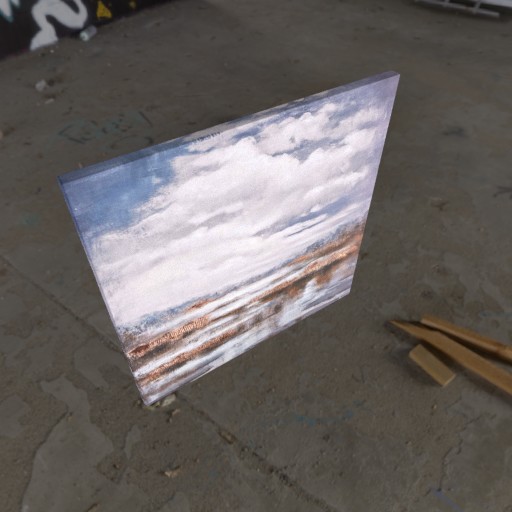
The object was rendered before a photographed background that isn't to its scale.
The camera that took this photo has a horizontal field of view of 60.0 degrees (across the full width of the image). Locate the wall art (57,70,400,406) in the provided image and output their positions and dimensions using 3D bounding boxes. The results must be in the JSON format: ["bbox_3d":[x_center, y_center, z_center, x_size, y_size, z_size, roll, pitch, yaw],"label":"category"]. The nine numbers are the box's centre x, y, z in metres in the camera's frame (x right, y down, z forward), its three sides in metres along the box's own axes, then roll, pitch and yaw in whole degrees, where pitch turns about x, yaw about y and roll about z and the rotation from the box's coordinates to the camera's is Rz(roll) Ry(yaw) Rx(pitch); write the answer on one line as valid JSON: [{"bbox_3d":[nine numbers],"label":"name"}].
[{"bbox_3d":[0.000,0.000,1.323,0.888,0.897,0.035,-25,50,-23],"label":"wall art"}]
